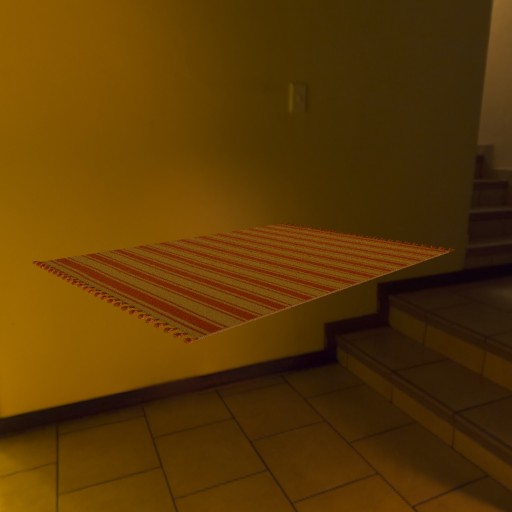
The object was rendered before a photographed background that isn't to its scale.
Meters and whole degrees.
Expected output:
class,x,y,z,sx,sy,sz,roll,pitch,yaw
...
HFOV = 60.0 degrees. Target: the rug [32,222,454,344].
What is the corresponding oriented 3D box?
class,x,y,z,sx,sy,sz,roll,pitch,yaw
rug,0.000,0.000,4.345,3.369,0.035,2.451,-12,18,-42
